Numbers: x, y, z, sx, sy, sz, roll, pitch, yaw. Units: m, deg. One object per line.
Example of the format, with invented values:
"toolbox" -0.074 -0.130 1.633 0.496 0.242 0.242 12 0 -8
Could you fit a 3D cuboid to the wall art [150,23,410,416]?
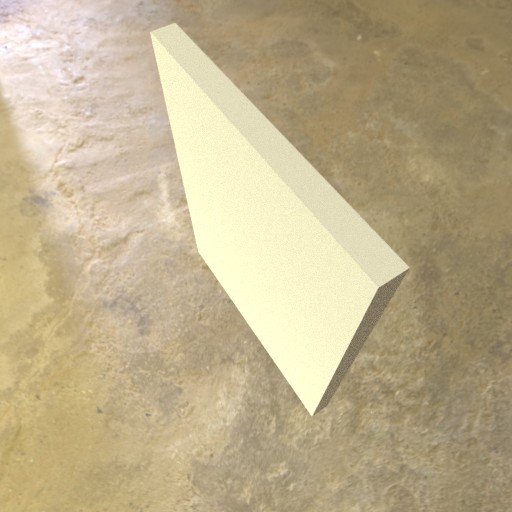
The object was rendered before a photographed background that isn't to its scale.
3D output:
"wall art" 0.000 0.000 0.729 0.039 0.553 0.451 -29 63 -16
